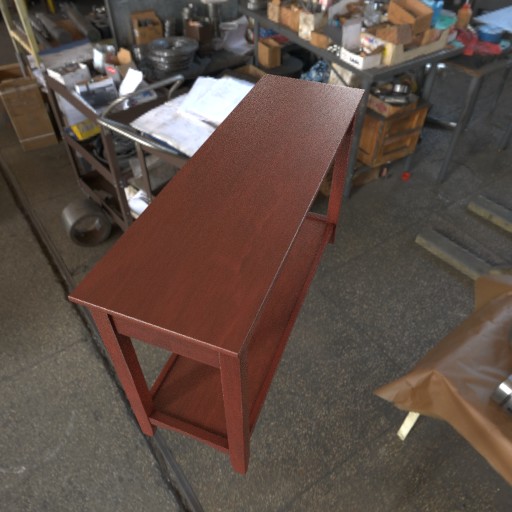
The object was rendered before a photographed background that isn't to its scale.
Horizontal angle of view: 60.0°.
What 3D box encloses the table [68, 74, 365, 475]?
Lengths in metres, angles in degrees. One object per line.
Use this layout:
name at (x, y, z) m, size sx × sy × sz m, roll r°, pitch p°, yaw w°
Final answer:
table at (0.000, 0.000, 1.531) m, size 0.392 × 0.739 × 1.188 m, roll 15°, pitch 47°, yaw 15°
